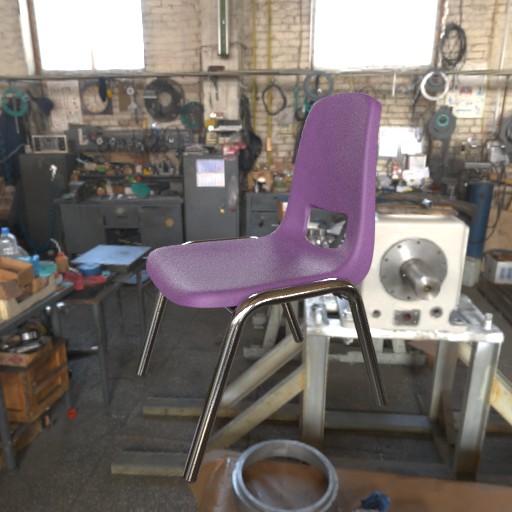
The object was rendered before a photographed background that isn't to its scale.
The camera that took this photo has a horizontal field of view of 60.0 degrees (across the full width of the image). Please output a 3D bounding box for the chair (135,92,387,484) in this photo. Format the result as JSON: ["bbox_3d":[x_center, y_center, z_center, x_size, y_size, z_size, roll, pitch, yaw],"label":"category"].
[{"bbox_3d":[0.000,0.000,0.829,0.419,0.584,0.356,-8,18,-26],"label":"chair"}]
